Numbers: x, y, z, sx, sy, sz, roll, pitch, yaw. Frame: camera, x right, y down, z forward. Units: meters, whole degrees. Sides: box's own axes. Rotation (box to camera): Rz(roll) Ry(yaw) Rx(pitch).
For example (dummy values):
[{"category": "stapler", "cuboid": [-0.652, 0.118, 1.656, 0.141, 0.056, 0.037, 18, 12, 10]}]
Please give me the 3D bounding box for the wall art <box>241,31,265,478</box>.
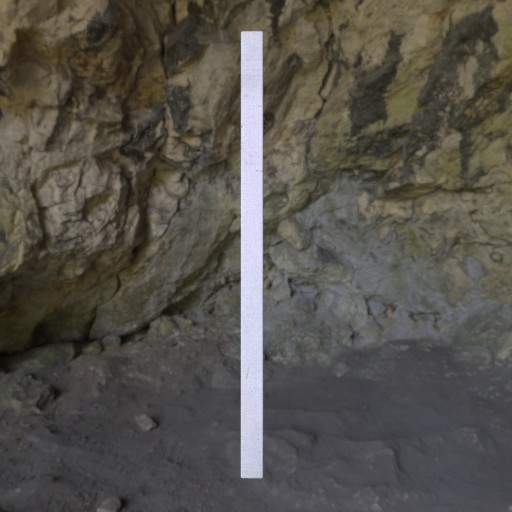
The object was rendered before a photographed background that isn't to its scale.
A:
[{"category": "wall art", "cuboid": [0.000, 0.000, 1.135, 0.041, 0.762, 0.762, 0, -1, 1]}]
